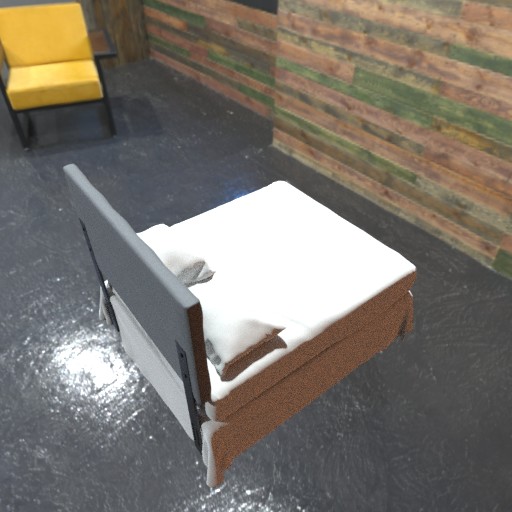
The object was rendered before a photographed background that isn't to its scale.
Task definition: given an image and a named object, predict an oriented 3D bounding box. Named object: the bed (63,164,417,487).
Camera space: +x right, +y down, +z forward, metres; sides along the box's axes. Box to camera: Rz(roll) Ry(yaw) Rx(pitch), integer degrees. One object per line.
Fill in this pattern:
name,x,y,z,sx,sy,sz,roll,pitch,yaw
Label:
bed,0.000,0.000,3.473,2.222,1.577,1.936,-27,48,-27
